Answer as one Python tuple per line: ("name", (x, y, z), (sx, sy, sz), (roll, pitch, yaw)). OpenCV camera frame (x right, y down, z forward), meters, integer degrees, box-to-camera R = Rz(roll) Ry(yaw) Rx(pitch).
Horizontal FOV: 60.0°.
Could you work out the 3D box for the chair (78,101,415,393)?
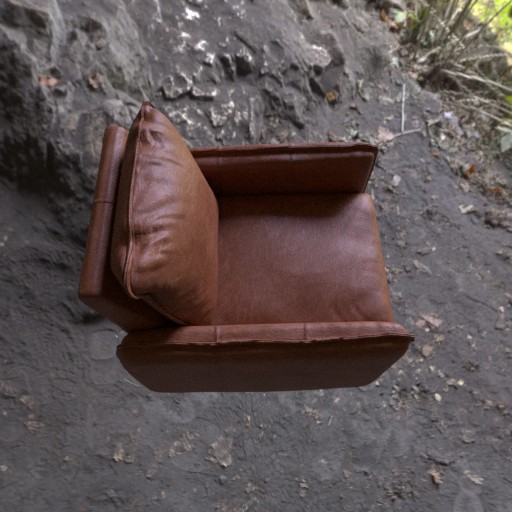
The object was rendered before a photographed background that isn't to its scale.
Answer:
("chair", (0.000, 0.000, 1.556), (0.922, 0.922, 0.830), (-1, 63, -1))
